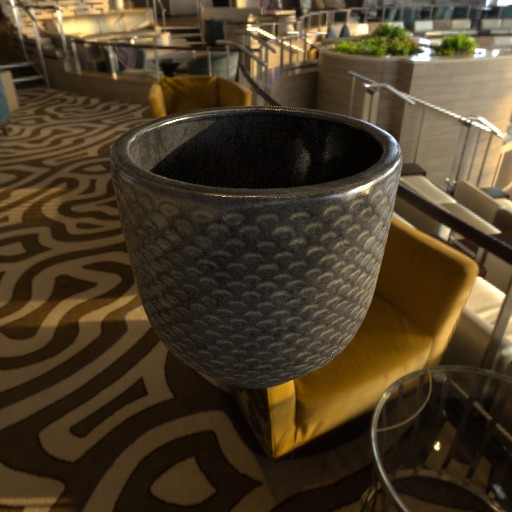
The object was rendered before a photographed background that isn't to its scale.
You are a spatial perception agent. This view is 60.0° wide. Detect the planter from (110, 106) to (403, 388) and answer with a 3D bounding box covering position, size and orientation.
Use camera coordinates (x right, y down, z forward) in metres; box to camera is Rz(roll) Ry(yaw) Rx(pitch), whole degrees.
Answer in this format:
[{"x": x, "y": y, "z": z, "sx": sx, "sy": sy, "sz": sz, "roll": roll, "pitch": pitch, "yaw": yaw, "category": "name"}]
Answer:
[{"x": 0.000, "y": 0.000, "z": 0.355, "sx": 0.197, "sy": 0.191, "sz": 0.197, "roll": 0, "pitch": 32, "yaw": 0, "category": "planter"}]
